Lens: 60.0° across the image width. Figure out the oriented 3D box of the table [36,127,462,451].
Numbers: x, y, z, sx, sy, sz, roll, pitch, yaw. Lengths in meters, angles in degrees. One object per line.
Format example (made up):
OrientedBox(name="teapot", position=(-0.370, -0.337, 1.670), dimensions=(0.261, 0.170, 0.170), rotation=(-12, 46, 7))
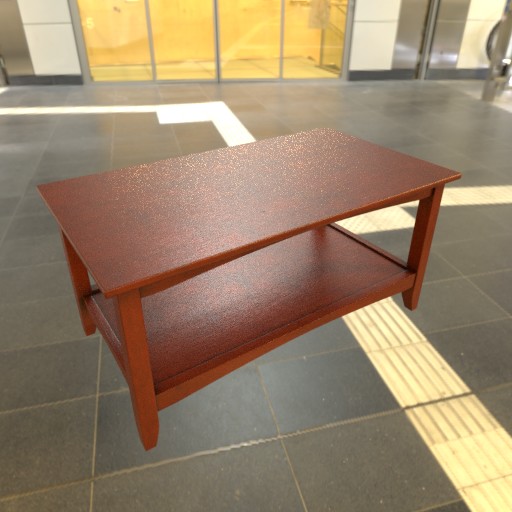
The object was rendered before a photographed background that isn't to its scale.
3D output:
OrientedBox(name="table", position=(0.000, 0.000, 1.239), dimensions=(0.943, 0.456, 0.533), rotation=(-19, 36, -28))
